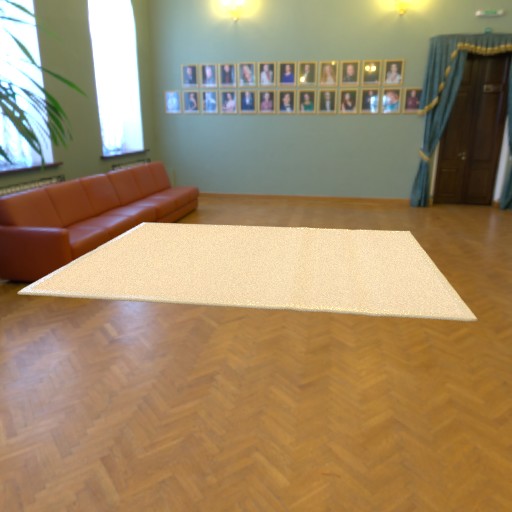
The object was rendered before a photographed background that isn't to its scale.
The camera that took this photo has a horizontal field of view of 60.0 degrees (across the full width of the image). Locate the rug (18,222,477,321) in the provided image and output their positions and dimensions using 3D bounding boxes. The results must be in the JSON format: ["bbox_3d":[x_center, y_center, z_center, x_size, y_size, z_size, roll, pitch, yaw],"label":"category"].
[{"bbox_3d":[0.000,0.000,4.748,3.659,0.037,2.734,2,17,8],"label":"rug"}]
